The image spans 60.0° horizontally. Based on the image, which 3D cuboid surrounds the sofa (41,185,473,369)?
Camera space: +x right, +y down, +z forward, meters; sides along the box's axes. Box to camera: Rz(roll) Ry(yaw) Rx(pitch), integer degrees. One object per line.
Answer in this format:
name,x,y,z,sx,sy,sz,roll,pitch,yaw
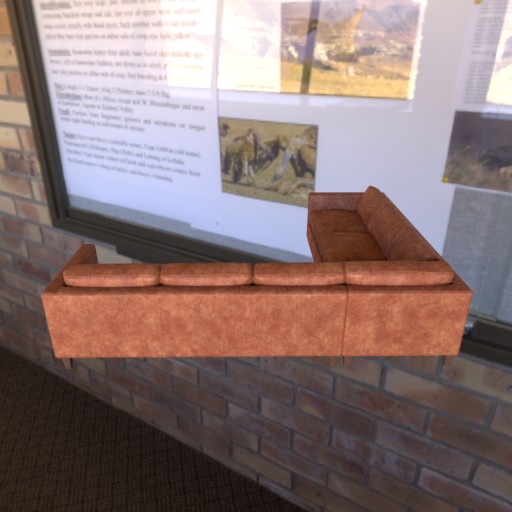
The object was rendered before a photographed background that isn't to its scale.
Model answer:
sofa,0.000,0.000,4.421,3.150,0.838,2.438,0,25,-1
